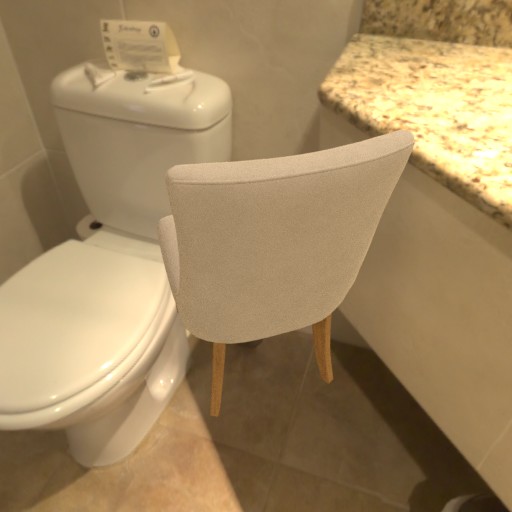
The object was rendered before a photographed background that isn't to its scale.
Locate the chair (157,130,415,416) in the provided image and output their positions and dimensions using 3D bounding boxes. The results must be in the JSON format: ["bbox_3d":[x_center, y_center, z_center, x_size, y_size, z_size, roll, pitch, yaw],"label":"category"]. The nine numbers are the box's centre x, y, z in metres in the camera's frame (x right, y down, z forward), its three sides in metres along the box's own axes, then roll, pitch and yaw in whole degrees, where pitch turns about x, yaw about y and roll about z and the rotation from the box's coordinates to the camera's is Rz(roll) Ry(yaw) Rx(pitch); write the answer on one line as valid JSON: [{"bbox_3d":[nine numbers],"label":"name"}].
[{"bbox_3d":[0.000,0.000,1.245,0.495,0.902,0.610,-12,42,-13],"label":"chair"}]
